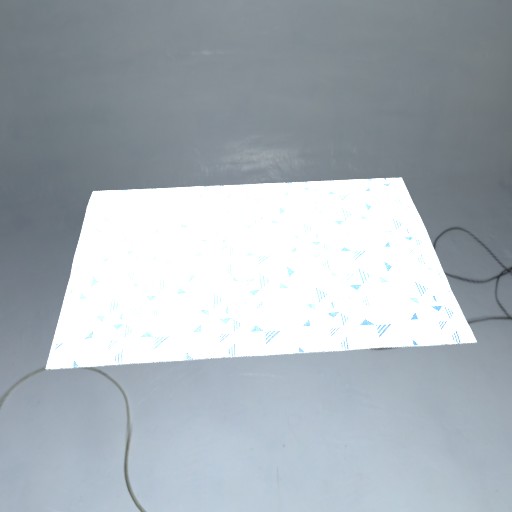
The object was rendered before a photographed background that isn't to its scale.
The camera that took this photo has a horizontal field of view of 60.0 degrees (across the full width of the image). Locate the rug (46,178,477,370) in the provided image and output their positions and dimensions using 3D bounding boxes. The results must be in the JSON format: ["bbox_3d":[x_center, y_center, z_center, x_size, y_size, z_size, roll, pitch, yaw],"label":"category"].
[{"bbox_3d":[0.000,0.000,2.999,2.457,0.009,1.512,-3,48,-3],"label":"rug"}]
